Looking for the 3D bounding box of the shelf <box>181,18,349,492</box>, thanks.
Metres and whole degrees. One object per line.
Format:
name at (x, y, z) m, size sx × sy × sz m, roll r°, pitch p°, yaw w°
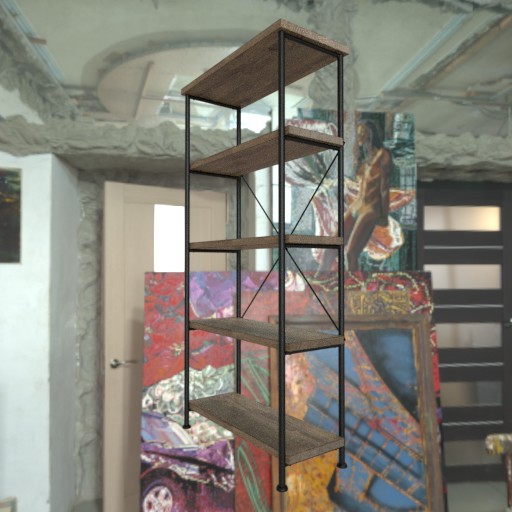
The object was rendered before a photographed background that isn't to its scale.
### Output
shelf at (0.000, 0.000, 2.012) m, size 0.360 × 1.700 × 0.800 m, roll 1°, pitch -1°, yaw -36°
